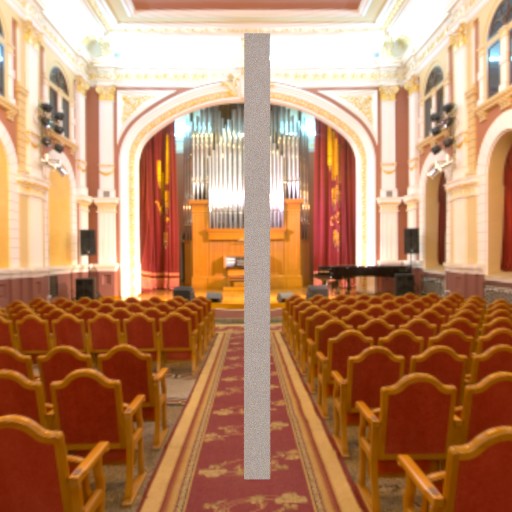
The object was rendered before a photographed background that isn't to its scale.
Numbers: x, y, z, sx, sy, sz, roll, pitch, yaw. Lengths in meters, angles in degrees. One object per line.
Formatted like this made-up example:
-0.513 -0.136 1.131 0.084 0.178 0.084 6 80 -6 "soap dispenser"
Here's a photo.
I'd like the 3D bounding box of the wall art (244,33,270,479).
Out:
0.000 0.000 0.855 0.037 0.606 0.508 0 0 -1 "wall art"
